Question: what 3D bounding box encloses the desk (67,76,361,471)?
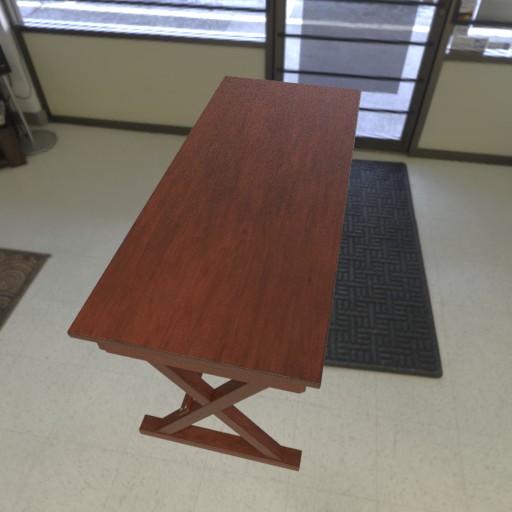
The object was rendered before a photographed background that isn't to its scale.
[{"bbox_3d":[0.000,0.000,1.728,0.600,0.761,1.372,9,47,9],"label":"desk"}]
